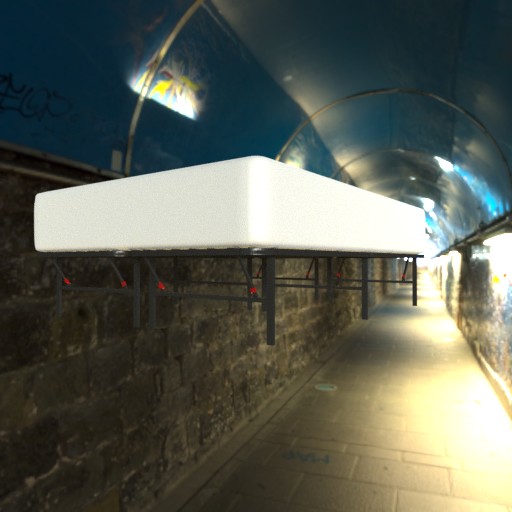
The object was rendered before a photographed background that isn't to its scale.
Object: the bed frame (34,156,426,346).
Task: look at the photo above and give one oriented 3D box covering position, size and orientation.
[{"bbox_3d":[0.000,0.000,2.756,1.528,0.677,2.037,0,-1,36],"label":"bed frame"}]
